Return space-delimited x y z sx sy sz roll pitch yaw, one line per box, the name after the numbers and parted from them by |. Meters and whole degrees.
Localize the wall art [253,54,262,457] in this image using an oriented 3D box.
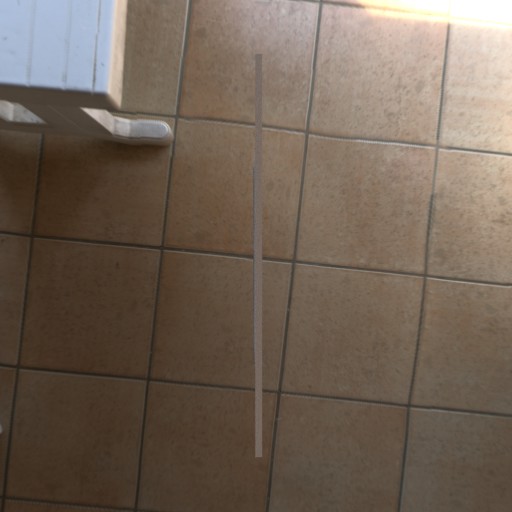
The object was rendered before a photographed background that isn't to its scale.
0.000 0.000 1.342 0.013 1.016 0.758 0 90 -1 | wall art
